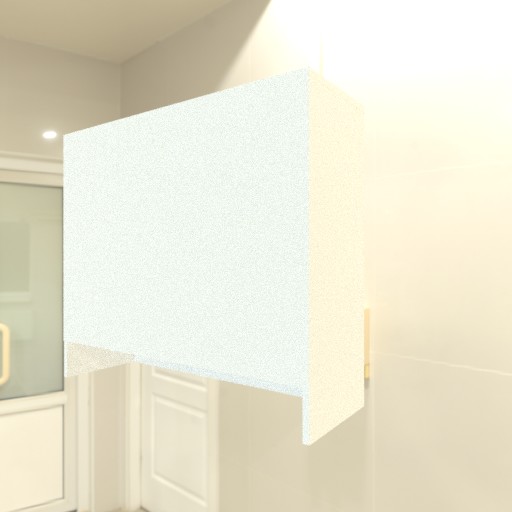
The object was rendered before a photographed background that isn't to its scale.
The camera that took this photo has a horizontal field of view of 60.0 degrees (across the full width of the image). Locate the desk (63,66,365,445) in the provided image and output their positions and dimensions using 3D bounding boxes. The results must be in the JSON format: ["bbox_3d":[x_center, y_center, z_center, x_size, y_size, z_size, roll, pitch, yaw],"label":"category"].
[{"bbox_3d":[0.000,0.000,1.604,0.940,0.818,0.926,0,0,35],"label":"desk"}]
